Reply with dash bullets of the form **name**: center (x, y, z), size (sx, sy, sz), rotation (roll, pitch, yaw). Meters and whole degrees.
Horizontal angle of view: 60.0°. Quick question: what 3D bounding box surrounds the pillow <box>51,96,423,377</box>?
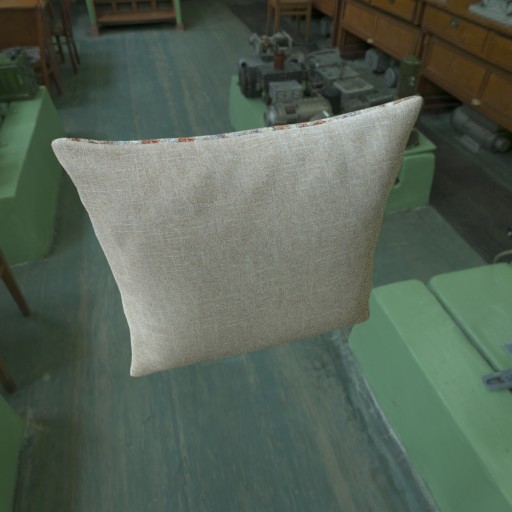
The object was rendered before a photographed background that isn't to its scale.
- **pillow**: center (0.000, 0.000, 0.762), size (0.523, 0.506, 0.166), rotation (-11, 42, -12)
